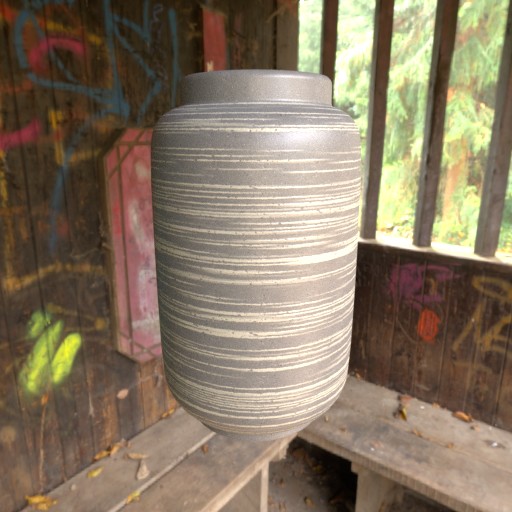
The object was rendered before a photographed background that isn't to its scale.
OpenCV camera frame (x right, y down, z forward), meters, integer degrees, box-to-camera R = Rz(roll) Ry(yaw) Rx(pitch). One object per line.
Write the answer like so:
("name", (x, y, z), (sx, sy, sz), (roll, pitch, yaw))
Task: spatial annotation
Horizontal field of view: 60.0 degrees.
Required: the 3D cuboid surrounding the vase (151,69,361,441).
("vase", (0.000, 0.000, 0.669), (0.297, 0.499, 0.297), (0, 15, 0))
